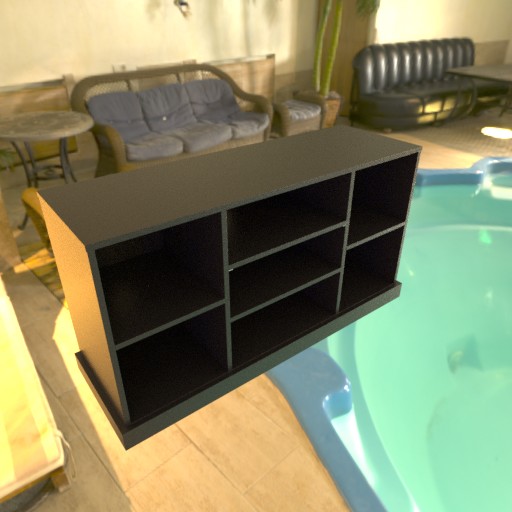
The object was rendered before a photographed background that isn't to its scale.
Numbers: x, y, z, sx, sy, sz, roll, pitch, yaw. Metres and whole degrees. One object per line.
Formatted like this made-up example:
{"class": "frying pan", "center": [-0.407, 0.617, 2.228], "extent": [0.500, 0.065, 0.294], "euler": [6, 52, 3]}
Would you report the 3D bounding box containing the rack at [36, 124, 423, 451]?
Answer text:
{"class": "rack", "center": [0.000, 0.000, 1.516], "extent": [1.206, 0.635, 0.399], "euler": [-21, 36, -32]}
